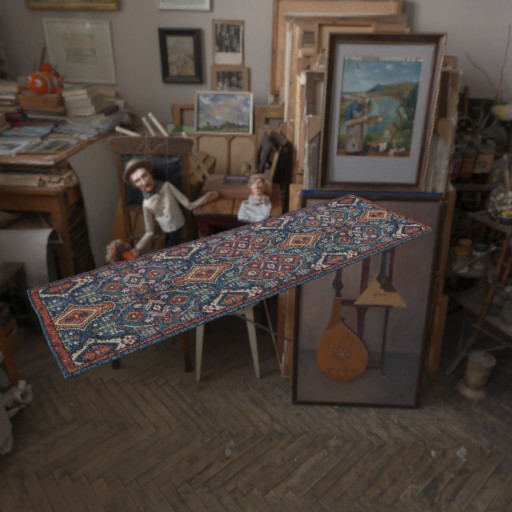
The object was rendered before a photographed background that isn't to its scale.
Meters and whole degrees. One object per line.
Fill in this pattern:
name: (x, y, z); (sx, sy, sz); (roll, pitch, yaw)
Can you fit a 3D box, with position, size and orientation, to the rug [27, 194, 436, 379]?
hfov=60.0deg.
rug: (0.000, 0.000, 2.702); (2.459, 0.010, 0.801); (-19, 34, -30)
